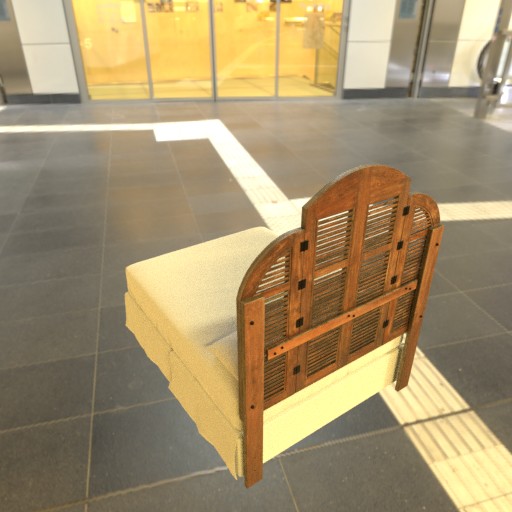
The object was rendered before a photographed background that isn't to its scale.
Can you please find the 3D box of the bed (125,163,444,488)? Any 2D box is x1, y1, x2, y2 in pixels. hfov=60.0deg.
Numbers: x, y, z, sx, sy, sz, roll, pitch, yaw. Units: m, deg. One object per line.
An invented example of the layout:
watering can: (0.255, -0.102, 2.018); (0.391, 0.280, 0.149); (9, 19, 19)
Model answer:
bed: (0.000, 0.000, 3.568); (1.713, 2.019, 2.138); (-19, 34, -30)
